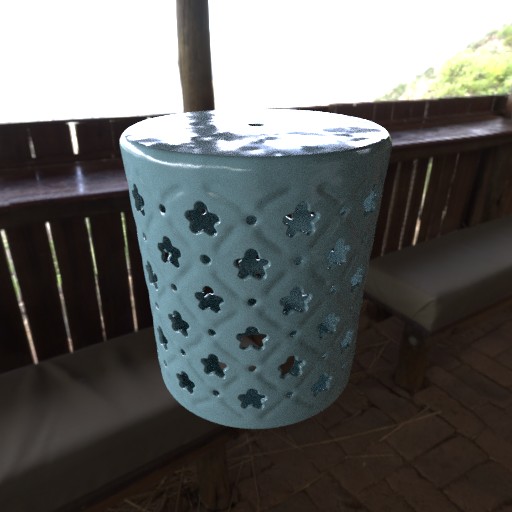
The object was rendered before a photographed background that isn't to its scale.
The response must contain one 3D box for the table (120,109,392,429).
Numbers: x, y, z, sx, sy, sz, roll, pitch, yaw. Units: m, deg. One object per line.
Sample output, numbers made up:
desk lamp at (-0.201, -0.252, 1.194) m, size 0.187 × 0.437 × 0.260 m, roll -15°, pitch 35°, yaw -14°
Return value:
table at (0.000, 0.000, 0.671) m, size 0.352 × 0.387 × 0.352 m, roll 0°, pitch 26°, yaw 0°
